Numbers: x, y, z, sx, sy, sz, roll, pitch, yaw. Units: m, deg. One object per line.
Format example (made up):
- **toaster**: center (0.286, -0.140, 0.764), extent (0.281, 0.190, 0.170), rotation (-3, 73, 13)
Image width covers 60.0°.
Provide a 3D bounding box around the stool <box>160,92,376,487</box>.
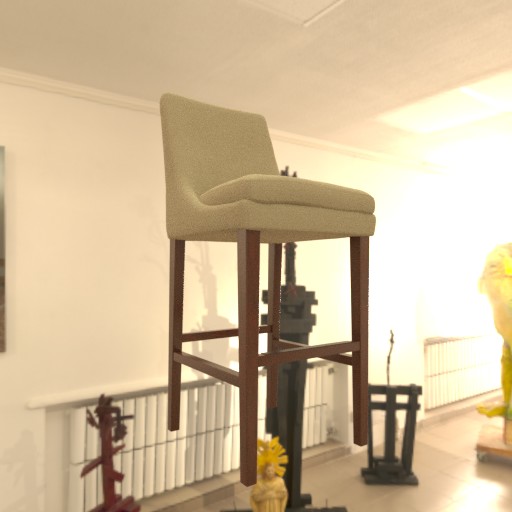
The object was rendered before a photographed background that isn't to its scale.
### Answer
- **stool**: center (0.000, 0.000, 1.359), extent (0.470, 1.078, 0.577), rotation (1, -1, -36)
